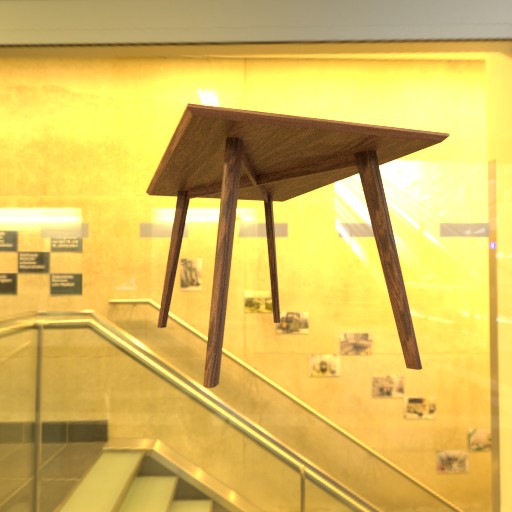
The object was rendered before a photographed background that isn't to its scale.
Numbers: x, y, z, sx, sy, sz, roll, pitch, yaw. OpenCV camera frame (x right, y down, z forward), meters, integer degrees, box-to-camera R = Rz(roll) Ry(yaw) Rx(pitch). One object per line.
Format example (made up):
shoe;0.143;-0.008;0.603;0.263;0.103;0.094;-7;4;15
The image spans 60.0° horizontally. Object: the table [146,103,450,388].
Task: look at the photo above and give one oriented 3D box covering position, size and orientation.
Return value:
table;0.000;0.000;1.857;0.801;0.724;1.349;0;-1;-18
